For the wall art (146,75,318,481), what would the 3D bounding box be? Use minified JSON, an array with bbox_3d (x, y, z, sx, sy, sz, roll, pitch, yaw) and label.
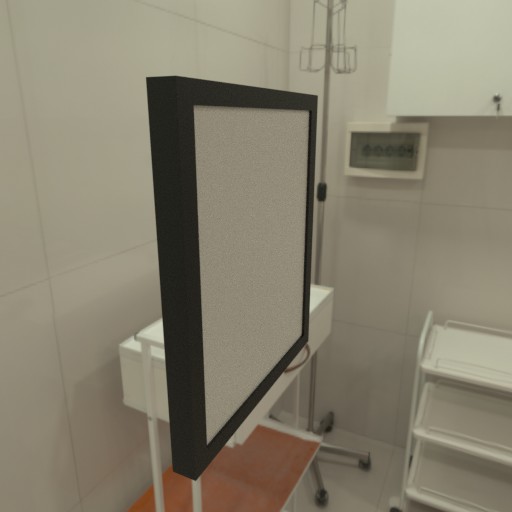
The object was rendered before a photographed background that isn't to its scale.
[{"bbox_3d":[0.000,0.000,0.539,0.029,0.381,0.330,8,19,25],"label":"wall art"}]
